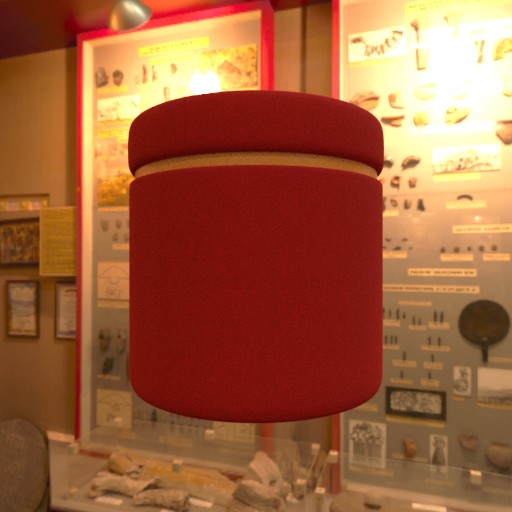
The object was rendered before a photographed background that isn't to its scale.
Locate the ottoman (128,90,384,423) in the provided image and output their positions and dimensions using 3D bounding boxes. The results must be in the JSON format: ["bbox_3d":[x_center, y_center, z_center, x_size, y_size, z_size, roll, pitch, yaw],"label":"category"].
[{"bbox_3d":[0.000,0.000,0.720,0.400,0.406,0.400,0,0,0],"label":"ottoman"}]
